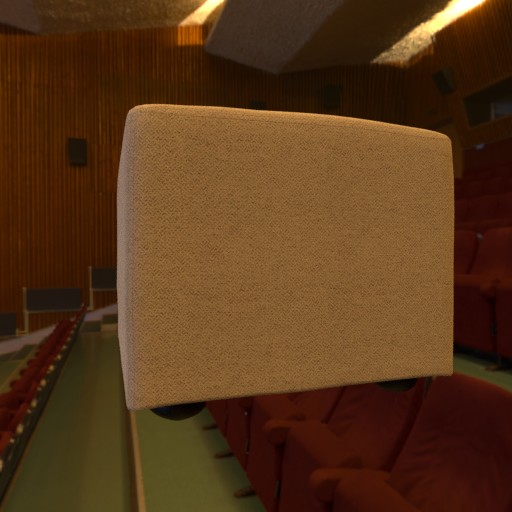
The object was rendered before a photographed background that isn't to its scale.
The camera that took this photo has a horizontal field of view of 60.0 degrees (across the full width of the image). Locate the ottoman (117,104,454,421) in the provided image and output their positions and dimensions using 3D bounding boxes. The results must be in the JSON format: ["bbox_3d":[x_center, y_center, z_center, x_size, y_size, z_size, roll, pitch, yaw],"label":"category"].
[{"bbox_3d":[0.000,0.000,0.868,0.512,0.453,0.521,0,1,-18],"label":"ottoman"}]
